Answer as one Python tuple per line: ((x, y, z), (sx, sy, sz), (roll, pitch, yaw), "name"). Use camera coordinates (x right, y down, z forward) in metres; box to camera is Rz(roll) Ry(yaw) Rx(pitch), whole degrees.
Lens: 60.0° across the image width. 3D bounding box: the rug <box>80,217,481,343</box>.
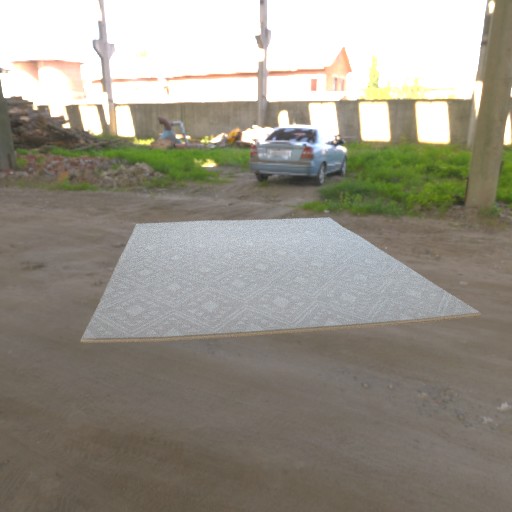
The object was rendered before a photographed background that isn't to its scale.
((0.000, 0.000, 3.999), (2.399, 0.054, 3.011), (-3, 17, -9), "rug")
